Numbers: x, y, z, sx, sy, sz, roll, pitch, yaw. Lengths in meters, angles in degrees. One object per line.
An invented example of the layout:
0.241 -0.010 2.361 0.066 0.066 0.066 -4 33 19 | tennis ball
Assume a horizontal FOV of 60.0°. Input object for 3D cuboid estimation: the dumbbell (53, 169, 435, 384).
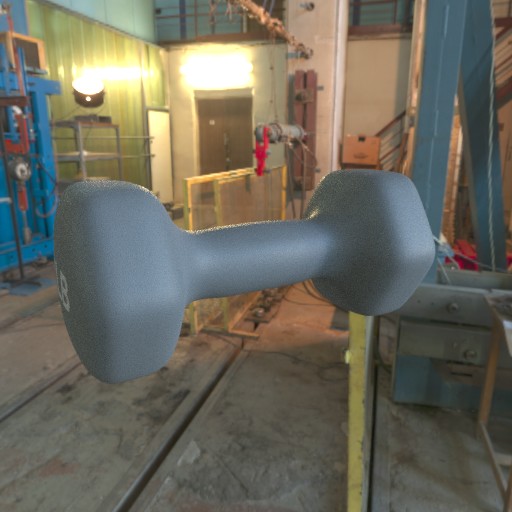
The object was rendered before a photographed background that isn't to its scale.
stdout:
0.000 0.000 0.224 0.184 0.081 0.090 -8 17 -28 | dumbbell
